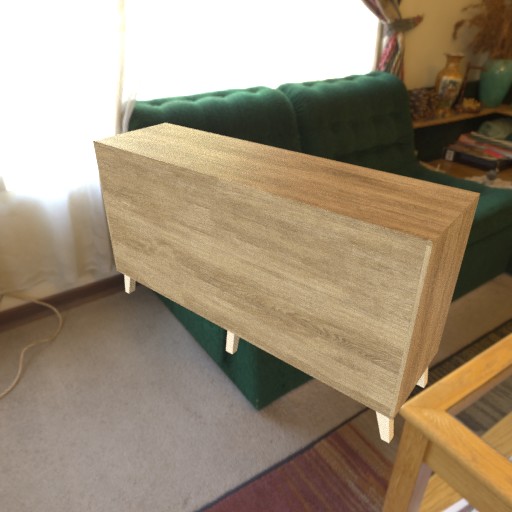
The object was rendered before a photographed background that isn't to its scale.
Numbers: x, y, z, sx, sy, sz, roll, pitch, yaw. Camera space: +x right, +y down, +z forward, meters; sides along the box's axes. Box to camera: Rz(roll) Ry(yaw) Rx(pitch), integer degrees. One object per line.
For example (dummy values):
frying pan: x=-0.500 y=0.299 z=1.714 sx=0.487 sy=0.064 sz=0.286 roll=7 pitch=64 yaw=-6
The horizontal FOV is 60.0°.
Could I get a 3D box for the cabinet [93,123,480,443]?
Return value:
cabinet: x=0.000 y=0.000 z=2.010 sx=1.600 sy=0.870 sz=0.450 roll=22 pitch=37 yaw=33
